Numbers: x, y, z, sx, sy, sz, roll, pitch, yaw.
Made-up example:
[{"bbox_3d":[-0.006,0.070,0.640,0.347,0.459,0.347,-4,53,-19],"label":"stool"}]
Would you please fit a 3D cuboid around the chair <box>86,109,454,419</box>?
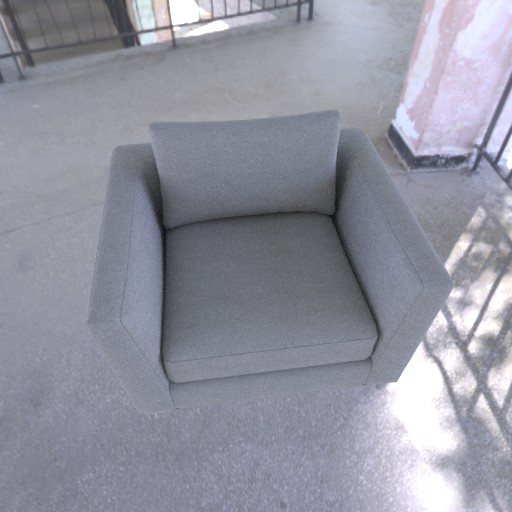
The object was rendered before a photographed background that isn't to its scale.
[{"bbox_3d":[0.000,0.000,1.687,1.041,0.864,0.889,-6,46,-5],"label":"chair"}]
